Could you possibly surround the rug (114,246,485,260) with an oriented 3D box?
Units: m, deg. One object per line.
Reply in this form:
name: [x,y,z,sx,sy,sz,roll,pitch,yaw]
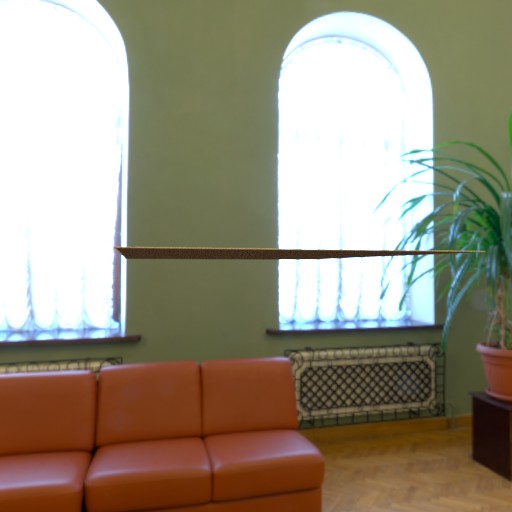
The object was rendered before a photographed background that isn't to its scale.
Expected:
rug: [0.000,0.000,4.175,2.421,0.008,3.045,0,-2,-15]
